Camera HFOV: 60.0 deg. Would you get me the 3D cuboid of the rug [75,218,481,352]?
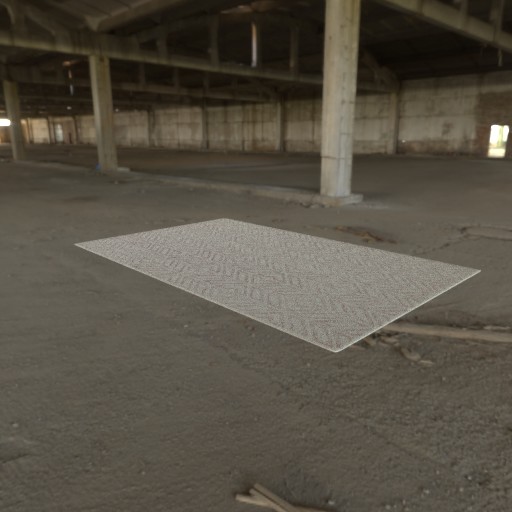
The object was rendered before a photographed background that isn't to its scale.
[{"bbox_3d":[0.000,0.000,3.067,1.523,0.008,2.438,-15,21,-42],"label":"rug"}]
